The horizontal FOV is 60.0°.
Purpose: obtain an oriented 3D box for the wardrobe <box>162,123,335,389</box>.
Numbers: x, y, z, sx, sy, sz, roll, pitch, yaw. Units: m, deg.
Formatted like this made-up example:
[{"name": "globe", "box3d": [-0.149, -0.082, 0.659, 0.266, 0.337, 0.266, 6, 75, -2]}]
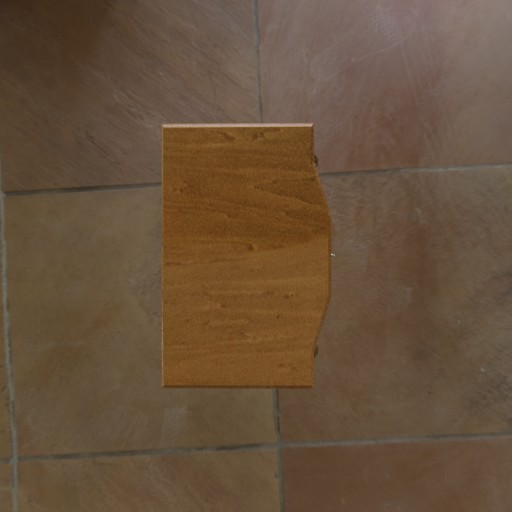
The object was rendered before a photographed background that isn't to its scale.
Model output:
[{"name": "wardrobe", "box3d": [0.000, 0.000, 1.151, 0.273, 0.959, 0.406, 0, 90, 1]}]
